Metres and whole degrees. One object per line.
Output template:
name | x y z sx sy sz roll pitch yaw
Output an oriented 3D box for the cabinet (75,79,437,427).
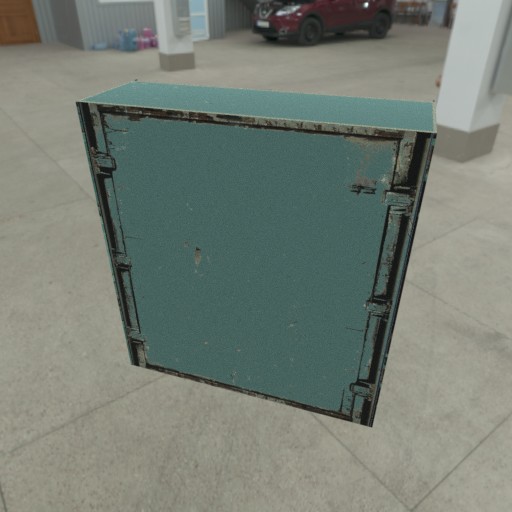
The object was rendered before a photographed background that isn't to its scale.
cabinet | 0.000 0.000 3.182 2.000 2.160 0.680 10 34 15
